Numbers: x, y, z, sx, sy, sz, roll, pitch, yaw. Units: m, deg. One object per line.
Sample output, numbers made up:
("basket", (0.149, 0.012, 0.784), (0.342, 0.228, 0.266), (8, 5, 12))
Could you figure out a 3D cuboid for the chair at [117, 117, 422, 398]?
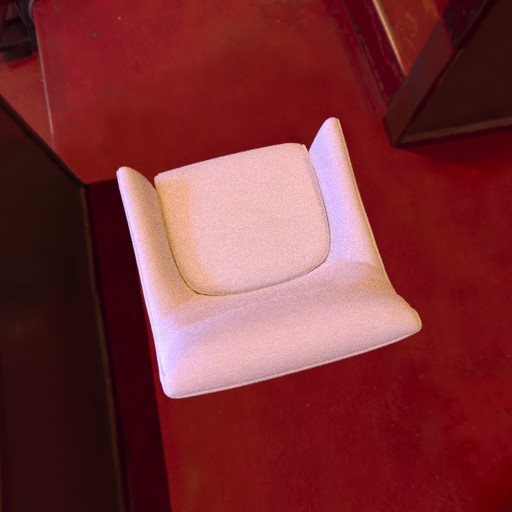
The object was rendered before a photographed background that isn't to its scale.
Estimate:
("chair", (0.000, 0.000, 1.492), (0.762, 0.838, 0.787), (-14, 75, -4))
